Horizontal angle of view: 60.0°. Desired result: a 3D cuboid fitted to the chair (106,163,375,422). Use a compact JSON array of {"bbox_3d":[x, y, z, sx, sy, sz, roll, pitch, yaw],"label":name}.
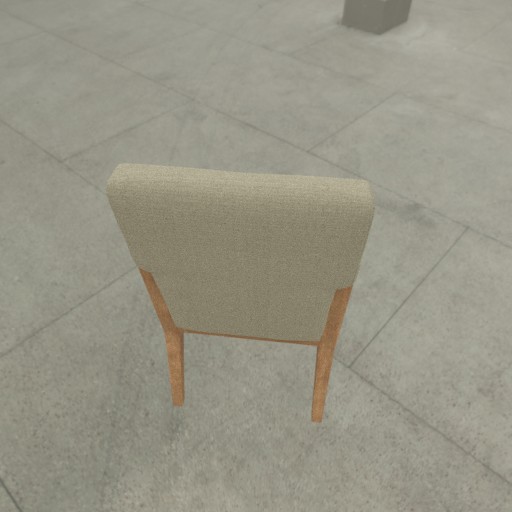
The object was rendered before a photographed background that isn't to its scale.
[{"bbox_3d":[0.000,0.000,1.276,0.507,0.911,0.586,5,46,5],"label":"chair"}]
